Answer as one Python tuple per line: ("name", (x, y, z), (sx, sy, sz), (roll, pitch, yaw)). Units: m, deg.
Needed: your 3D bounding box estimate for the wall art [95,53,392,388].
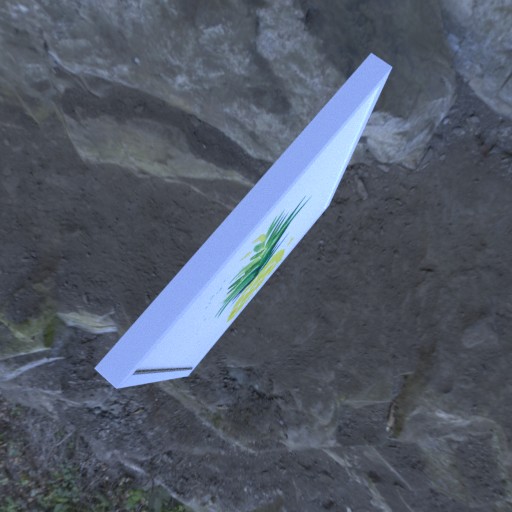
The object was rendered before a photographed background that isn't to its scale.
("wall art", (0.000, 0.000, 0.463), (0.020, 0.307, 0.307), (39, 79, 9))
